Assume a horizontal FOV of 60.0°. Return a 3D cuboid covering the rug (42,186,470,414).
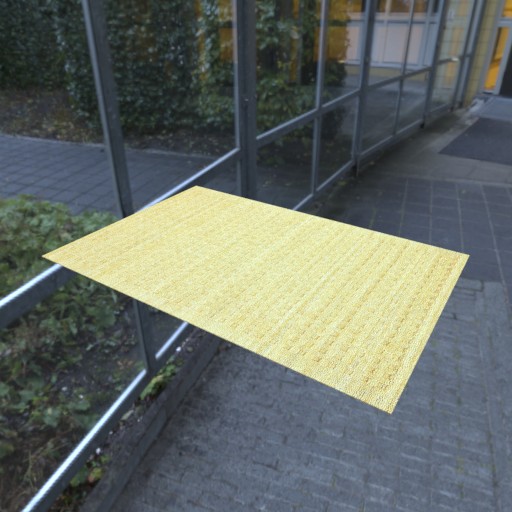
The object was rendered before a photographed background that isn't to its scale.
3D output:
[{"bbox_3d":[0.000,0.000,2.848,2.286,0.006,1.524,18,34,29],"label":"rug"}]
